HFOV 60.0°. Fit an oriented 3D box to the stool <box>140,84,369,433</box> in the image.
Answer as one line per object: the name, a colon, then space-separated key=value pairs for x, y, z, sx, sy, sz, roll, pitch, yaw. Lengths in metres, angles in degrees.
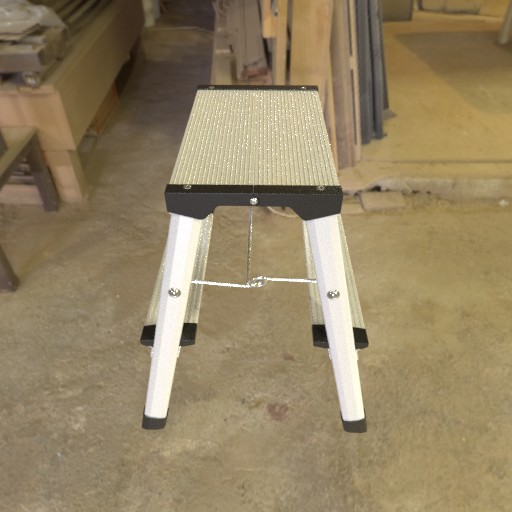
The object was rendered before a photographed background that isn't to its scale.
stool: x=0.000 y=0.000 z=0.783 sx=0.405 sy=0.480 sz=0.404 roll=1 pitch=41 yaw=1
